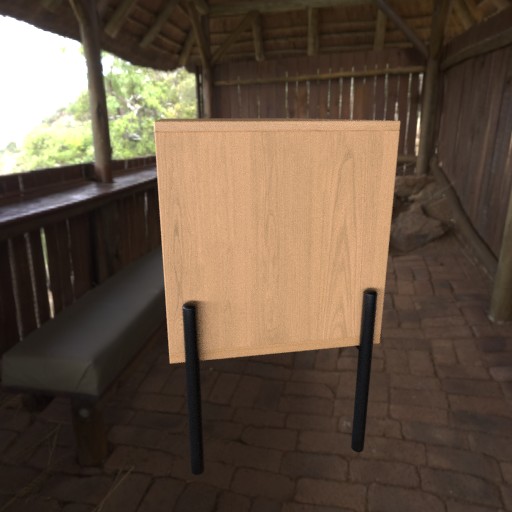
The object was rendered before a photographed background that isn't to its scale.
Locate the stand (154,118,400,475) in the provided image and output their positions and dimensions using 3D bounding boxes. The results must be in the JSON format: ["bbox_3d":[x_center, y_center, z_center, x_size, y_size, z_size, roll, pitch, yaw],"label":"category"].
[{"bbox_3d":[0.000,0.000,1.019,0.400,0.600,0.630,-3,18,-10],"label":"stand"}]
